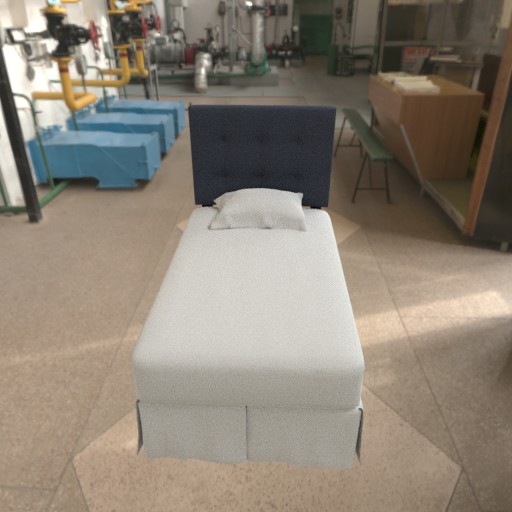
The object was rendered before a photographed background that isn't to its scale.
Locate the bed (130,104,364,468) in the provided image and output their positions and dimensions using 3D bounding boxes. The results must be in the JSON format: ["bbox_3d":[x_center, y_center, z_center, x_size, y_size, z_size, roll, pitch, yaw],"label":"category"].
[{"bbox_3d":[0.000,0.000,2.940,1.261,1.571,1.997,1,29,2],"label":"bed"}]
